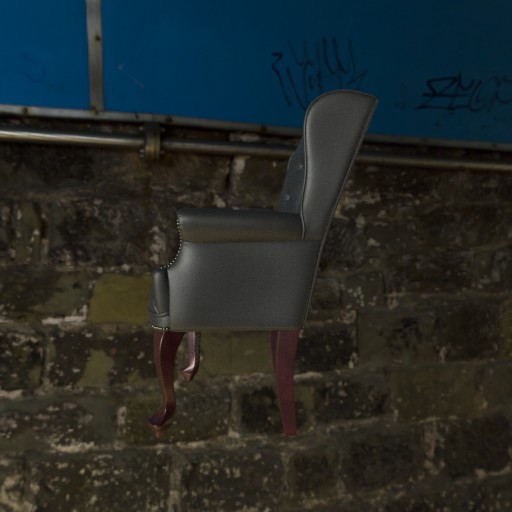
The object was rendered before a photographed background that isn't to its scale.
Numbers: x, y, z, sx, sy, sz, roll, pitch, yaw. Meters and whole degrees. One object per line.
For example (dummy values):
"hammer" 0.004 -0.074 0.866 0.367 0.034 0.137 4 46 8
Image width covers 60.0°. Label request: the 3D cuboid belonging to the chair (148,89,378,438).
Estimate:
"chair" 0.000 0.000 1.674 0.762 1.111 0.838 0 0 0
